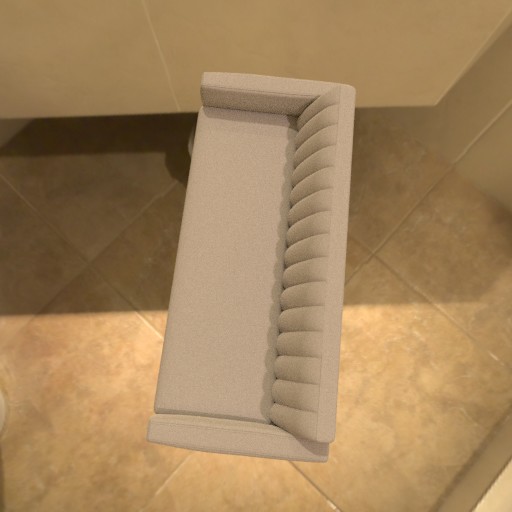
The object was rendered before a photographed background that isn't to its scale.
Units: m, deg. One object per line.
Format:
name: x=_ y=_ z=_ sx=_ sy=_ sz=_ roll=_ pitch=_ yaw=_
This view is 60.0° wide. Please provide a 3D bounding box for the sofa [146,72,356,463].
sofa: x=0.000 y=0.000 z=2.782 sx=0.990 sy=0.821 sz=2.291 roll=6 pitch=76 yaw=1
